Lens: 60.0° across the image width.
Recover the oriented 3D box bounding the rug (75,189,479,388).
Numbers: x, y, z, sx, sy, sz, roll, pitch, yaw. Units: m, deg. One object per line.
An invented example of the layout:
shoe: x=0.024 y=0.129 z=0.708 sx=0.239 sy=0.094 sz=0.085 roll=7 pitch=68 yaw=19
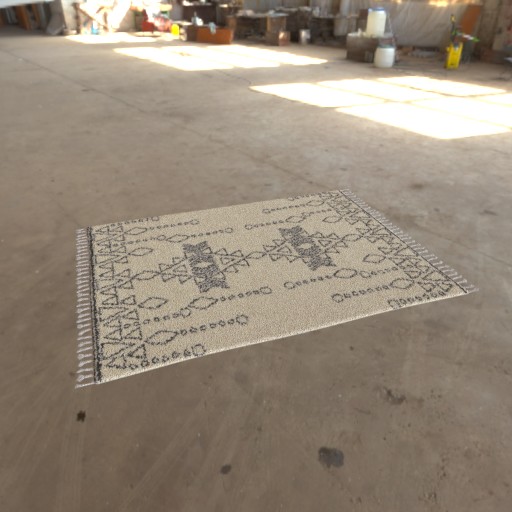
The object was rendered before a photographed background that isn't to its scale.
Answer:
rug: x=0.000 y=0.000 z=3.914 sx=3.027 sy=0.028 sz=2.125 roll=-10 pitch=33 yaw=-16
